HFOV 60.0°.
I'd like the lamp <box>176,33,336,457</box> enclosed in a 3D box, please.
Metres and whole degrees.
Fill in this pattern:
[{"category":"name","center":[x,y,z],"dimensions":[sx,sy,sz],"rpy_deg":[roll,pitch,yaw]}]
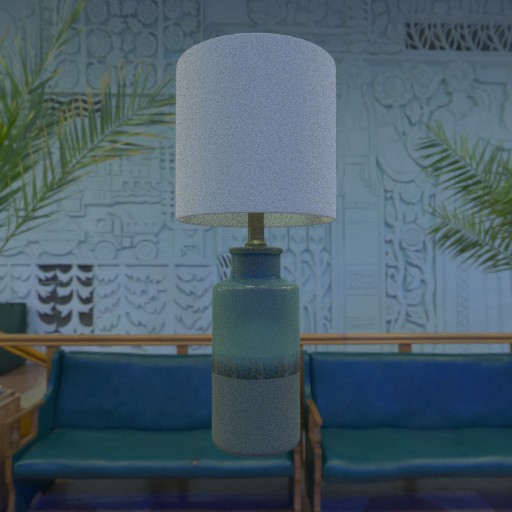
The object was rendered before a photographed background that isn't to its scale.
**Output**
[{"category":"lamp","center":[0.000,0.000,0.594],"dimensions":[0.212,0.493,0.212],"rpy_deg":[0,-1,0]}]
